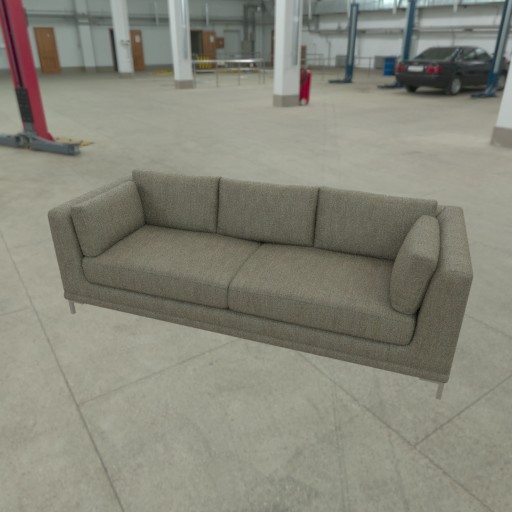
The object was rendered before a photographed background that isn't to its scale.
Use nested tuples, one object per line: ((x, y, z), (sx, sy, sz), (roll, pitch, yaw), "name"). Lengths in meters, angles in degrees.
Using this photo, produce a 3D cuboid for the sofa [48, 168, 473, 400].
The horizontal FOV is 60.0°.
((0.000, 0.000, 2.878), (2.415, 0.867, 0.969), (9, 27, 18), "sofa")
